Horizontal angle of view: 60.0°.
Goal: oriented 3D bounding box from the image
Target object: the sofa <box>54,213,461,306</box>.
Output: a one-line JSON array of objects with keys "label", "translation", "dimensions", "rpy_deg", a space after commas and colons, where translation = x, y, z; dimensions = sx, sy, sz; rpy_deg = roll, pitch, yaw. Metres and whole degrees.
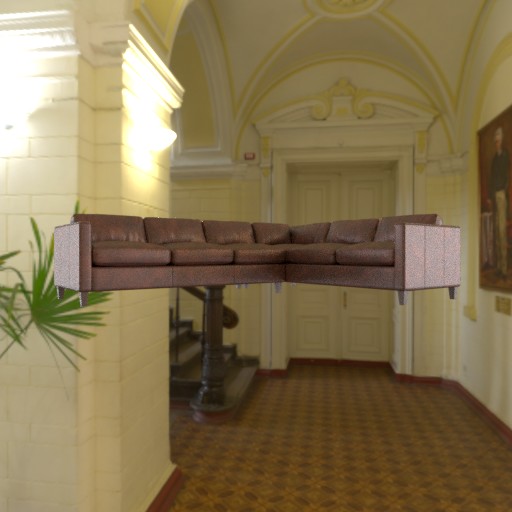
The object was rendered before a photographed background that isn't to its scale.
[{"label": "sofa", "translation": [0.000, 0.000, 4.321], "dimensions": [3.152, 0.836, 2.438], "rpy_deg": [0, 0, -37]}]
